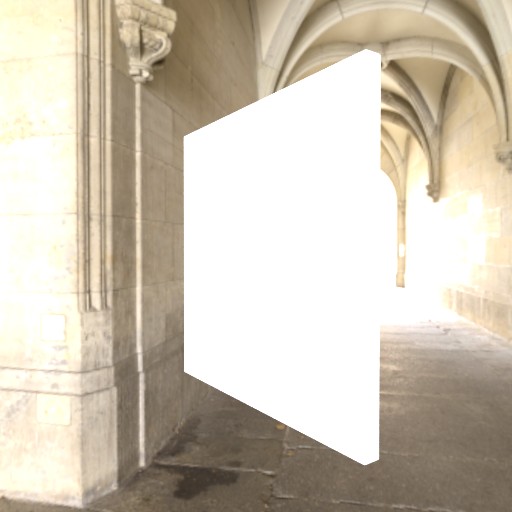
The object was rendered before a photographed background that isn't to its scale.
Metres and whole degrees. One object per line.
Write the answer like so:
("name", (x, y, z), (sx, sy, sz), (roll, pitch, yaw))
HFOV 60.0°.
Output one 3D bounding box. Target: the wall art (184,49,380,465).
("wall art", (0.000, 0.000, 1.135), (0.040, 0.762, 0.762), (-1, 1, -35))
